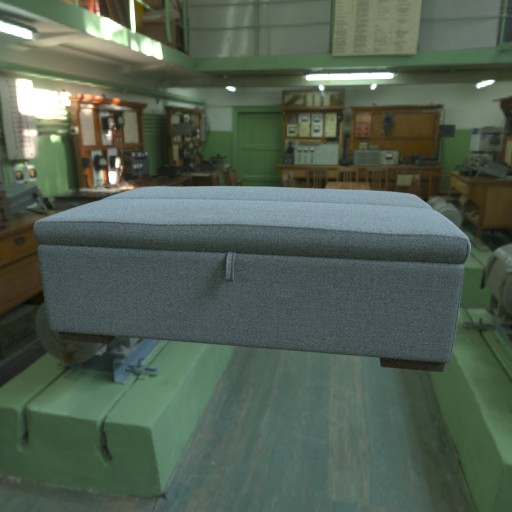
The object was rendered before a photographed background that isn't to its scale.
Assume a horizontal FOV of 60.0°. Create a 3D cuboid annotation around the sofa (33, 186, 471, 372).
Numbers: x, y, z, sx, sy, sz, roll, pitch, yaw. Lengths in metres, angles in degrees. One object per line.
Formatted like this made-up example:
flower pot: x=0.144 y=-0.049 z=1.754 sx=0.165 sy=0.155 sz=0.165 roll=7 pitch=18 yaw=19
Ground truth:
sofa: x=0.000 y=0.000 z=1.633 sx=1.250 sy=0.434 sz=0.817 roll=3 pitch=16 yaw=9
